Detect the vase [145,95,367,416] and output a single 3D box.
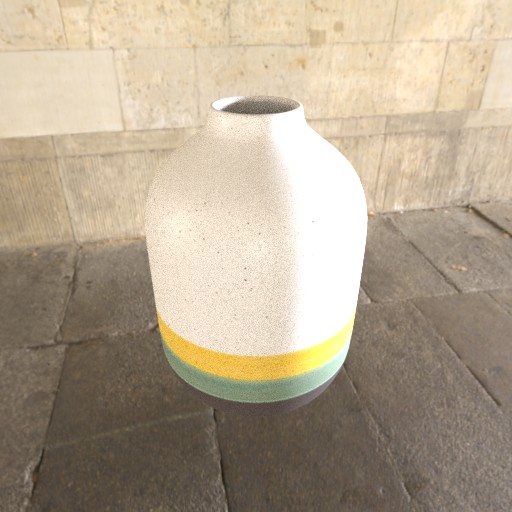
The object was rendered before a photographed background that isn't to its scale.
[{"bbox_3d":[0.000,0.000,0.363,0.169,0.240,0.169,0,31,0],"label":"vase"}]
